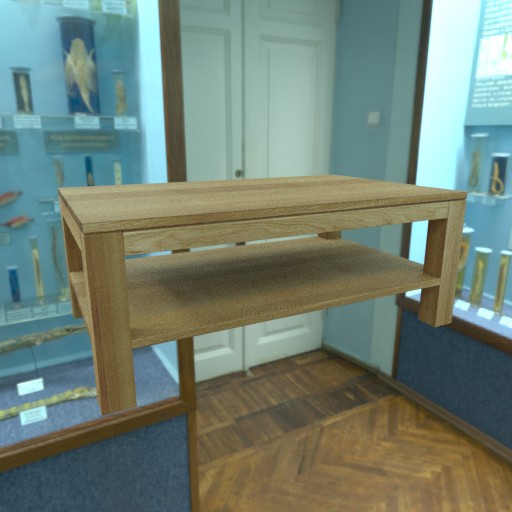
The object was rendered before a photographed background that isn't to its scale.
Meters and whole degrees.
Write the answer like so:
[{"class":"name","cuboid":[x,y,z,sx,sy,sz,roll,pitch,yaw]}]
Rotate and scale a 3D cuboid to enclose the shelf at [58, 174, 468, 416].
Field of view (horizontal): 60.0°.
[{"class":"shelf","cuboid":[0.000,0.000,1.511,1.150,0.450,0.700,-8,17,-26]}]
